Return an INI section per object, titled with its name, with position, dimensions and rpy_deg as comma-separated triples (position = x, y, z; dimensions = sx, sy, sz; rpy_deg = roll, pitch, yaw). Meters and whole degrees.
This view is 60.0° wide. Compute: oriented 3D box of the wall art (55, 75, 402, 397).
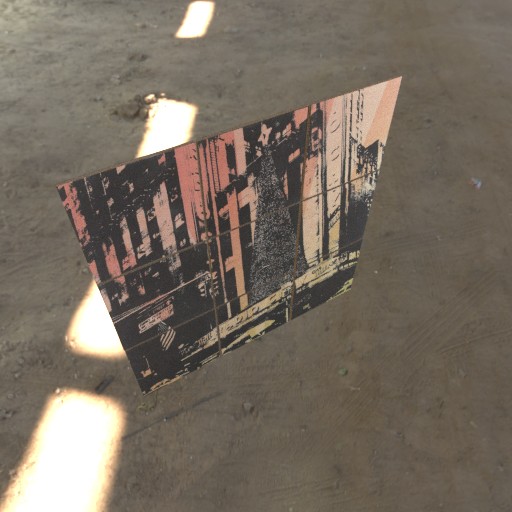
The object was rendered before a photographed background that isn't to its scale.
[wall art]
position = 0.000, 0.000, 1.366
dimensions = 0.919, 0.917, 0.010
rpy_deg = -24, 51, -21
